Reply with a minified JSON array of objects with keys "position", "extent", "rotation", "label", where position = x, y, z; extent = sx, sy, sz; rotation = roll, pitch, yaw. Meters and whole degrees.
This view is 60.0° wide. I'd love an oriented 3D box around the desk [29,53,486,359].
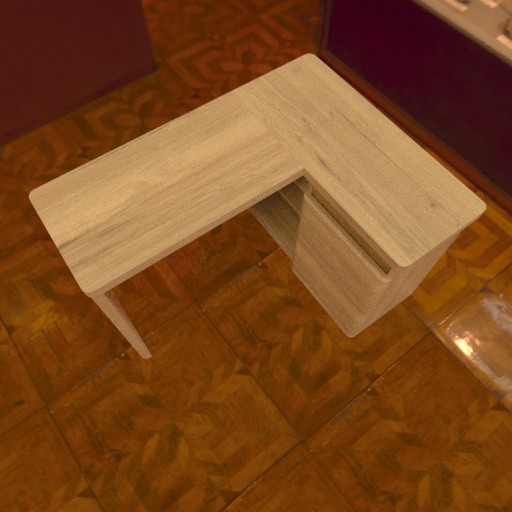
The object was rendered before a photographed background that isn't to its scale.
[{"position":[0.000,0.000,1.744],"extent":[1.169,0.760,0.900],"rotation":[-32,67,-16],"label":"desk"}]
